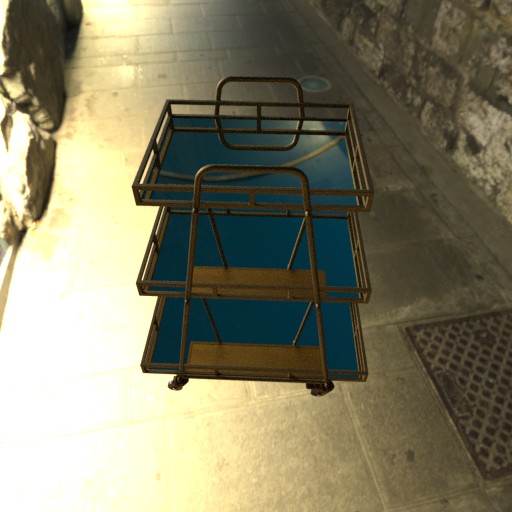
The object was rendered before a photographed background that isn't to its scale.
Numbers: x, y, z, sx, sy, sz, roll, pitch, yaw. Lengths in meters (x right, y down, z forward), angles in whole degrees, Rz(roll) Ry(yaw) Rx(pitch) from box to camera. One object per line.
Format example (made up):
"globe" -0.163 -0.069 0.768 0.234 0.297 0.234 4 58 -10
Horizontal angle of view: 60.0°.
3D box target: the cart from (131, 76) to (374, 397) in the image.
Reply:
"cart" 0.000 0.000 1.290 0.711 0.883 0.441 2 45 2
